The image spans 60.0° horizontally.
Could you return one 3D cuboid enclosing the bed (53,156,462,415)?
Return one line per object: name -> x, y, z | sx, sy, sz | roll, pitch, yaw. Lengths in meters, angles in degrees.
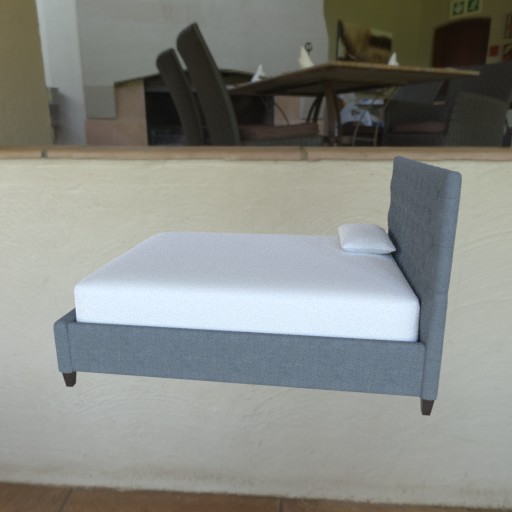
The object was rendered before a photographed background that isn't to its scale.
bed -> 0.000, 0.000, 3.335 | 2.335, 1.411, 1.698 | 2, 16, 7
